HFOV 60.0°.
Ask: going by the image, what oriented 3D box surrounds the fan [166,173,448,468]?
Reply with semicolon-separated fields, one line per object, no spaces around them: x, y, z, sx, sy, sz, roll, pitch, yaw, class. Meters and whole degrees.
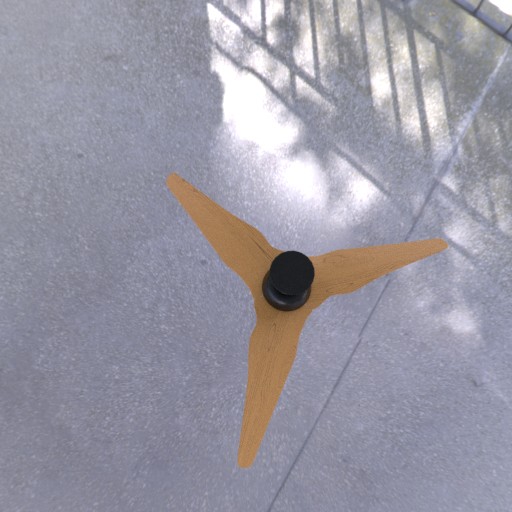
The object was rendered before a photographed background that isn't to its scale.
0.000;0.000;1.612;1.010;0.355;1.142;42;80;9;fan
